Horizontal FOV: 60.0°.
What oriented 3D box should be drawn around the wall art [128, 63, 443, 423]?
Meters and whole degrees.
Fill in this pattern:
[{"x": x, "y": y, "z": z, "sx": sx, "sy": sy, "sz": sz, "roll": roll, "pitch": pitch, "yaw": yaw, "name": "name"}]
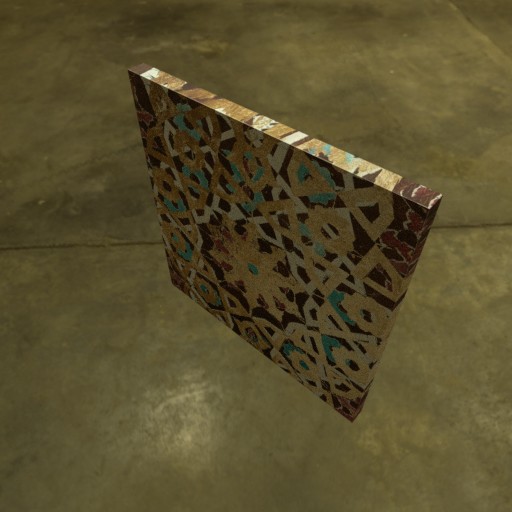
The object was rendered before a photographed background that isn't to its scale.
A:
[{"x": 0.000, "y": 0.000, "z": 0.916, "sx": 0.609, "sy": 0.613, "sz": 0.041, "roll": 33, "pitch": 54, "yaw": 28, "name": "wall art"}]
